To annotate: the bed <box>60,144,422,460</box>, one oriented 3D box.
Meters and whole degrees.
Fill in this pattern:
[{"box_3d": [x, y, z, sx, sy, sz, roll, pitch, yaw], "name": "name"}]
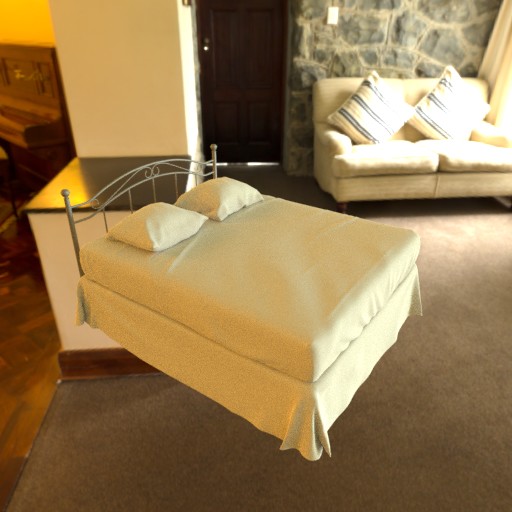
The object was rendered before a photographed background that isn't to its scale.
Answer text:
[{"box_3d": [0.000, 0.000, 3.338, 2.215, 1.080, 1.936, 18, 33, 31], "name": "bed"}]
